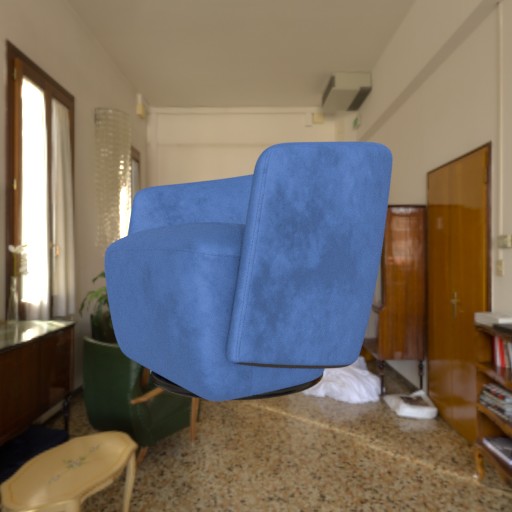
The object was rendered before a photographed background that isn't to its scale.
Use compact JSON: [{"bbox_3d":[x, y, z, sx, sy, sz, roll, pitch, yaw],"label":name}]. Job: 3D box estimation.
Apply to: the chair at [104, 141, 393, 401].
[{"bbox_3d":[0.000,0.000,1.353,0.767,0.698,0.773,0,0,-35],"label":"chair"}]
